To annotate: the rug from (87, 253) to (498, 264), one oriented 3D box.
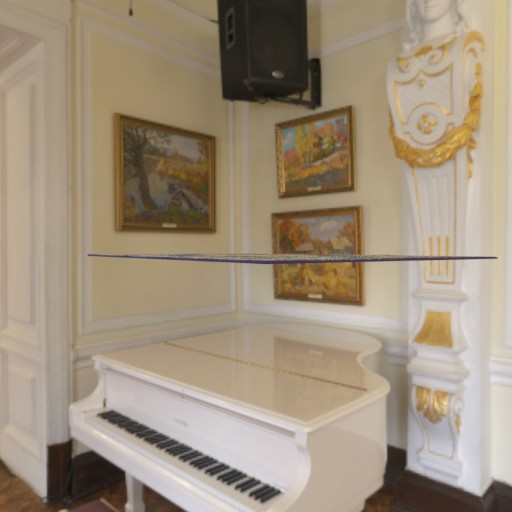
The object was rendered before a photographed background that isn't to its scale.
[{"bbox_3d":[0.000,0.000,2.206,1.184,0.012,1.781,-1,1,-35],"label":"rug"}]
